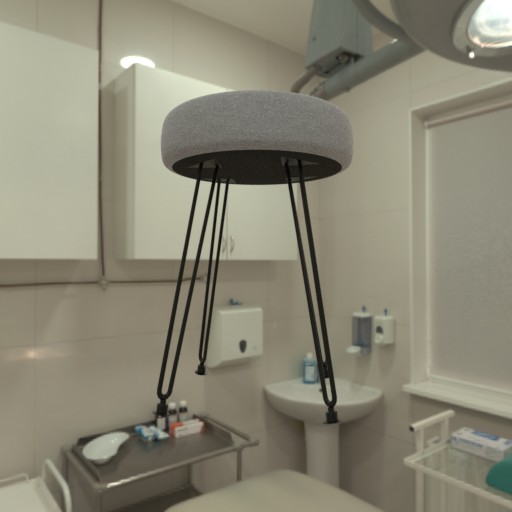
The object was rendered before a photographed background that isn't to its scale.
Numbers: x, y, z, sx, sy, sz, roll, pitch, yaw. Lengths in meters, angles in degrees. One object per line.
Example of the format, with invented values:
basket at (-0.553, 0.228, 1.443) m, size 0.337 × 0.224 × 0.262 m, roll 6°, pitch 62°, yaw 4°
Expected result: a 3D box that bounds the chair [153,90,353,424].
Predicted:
chair at (0.000, 0.000, 0.708) m, size 0.350 × 0.440 × 0.350 m, roll 1°, pitch -1°, yaw -38°
